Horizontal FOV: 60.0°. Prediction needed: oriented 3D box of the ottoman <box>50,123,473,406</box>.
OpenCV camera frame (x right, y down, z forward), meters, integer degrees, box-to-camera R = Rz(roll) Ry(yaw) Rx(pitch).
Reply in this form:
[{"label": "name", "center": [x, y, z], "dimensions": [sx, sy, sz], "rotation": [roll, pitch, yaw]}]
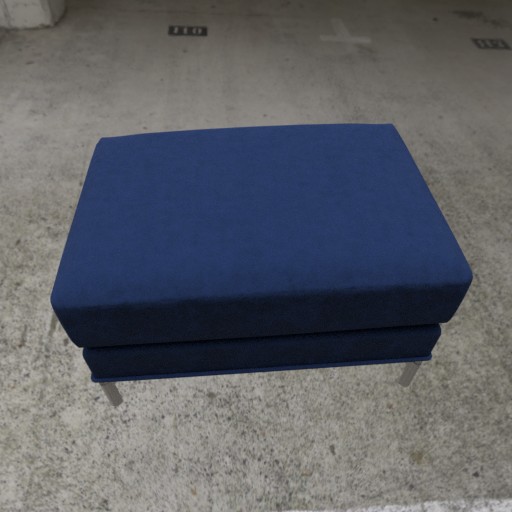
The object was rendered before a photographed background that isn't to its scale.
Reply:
[{"label": "ottoman", "center": [0.000, 0.000, 1.181], "dimensions": [0.835, 0.498, 0.587], "rotation": [-3, 47, -3]}]
